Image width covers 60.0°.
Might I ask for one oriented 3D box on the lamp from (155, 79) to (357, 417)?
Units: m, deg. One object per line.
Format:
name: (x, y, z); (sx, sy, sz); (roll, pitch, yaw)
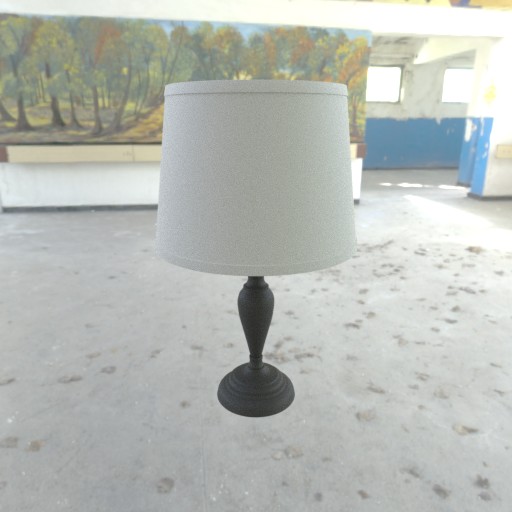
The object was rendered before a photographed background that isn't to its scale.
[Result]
lamp: (0.000, 0.000, 0.701); (0.310, 0.501, 0.310); (0, 17, 0)
